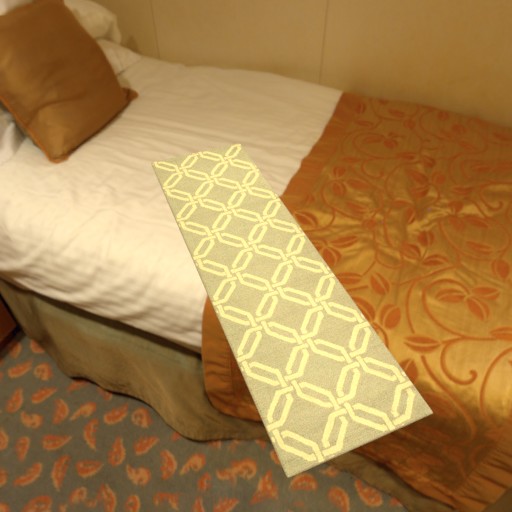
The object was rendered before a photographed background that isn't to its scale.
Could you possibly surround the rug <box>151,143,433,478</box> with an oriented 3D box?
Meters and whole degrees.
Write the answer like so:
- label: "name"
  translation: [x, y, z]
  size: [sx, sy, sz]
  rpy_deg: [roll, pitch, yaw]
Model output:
- label: "rug"
  translation: [0.000, 0.000, 2.507]
  size: [0.678, 0.014, 2.276]
  rpy_deg: [-16, 48, -15]
